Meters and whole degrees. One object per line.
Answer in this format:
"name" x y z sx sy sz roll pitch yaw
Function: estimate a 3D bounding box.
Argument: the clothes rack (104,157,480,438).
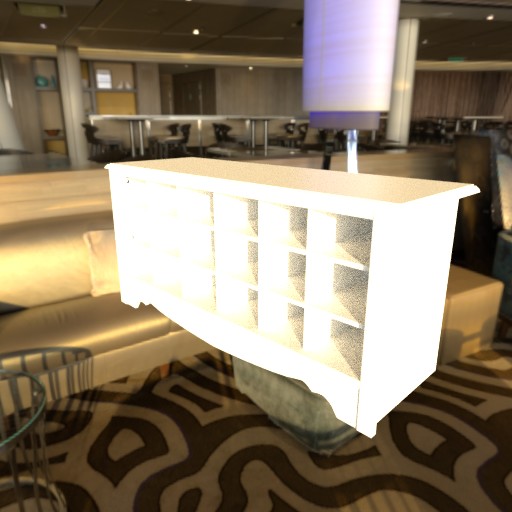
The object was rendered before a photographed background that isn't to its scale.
"clothes rack" 0.000 0.000 1.488 1.218 0.558 0.405 16 24 42
